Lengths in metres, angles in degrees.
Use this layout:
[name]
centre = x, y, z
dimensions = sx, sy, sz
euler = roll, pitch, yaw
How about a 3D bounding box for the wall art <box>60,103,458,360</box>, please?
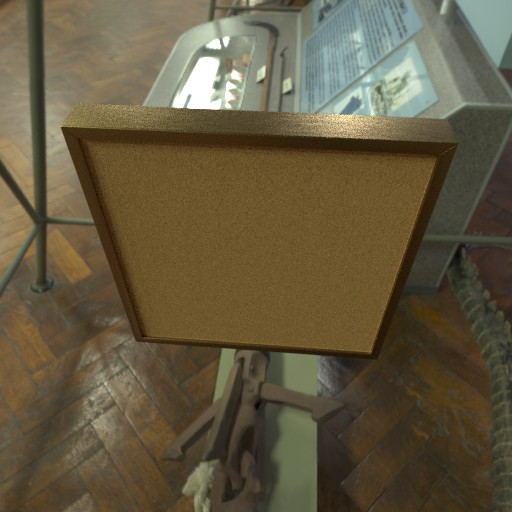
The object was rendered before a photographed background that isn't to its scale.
[wall art]
centre = 0.000, 0.000, 0.459
dimensions = 0.305, 0.305, 0.037
euler = 4, 46, 3
